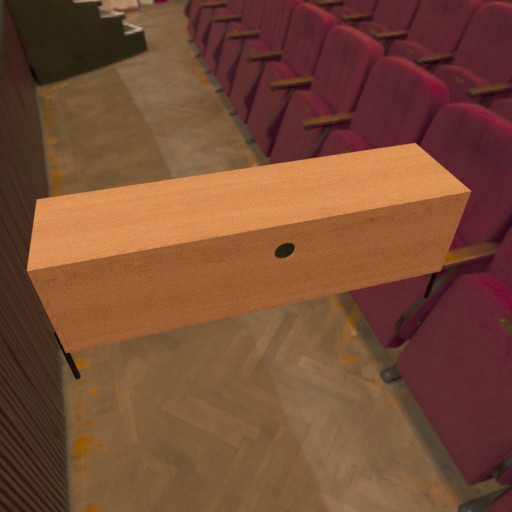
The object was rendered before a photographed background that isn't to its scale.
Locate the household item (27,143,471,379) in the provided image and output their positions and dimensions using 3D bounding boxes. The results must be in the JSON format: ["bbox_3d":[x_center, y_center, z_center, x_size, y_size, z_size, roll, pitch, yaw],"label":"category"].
[{"bbox_3d":[0.000,0.000,1.791,1.550,0.600,0.400,-11,43,-12],"label":"household item"}]
